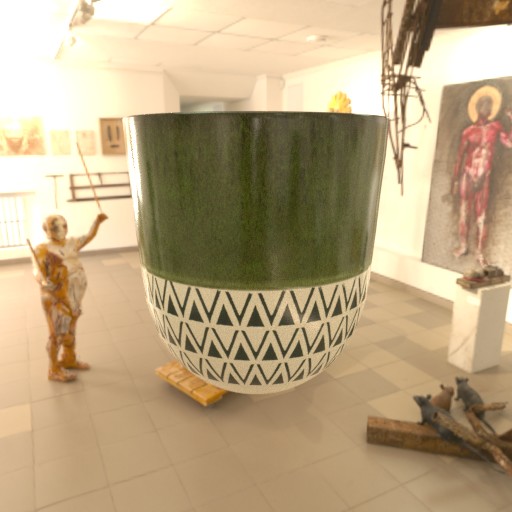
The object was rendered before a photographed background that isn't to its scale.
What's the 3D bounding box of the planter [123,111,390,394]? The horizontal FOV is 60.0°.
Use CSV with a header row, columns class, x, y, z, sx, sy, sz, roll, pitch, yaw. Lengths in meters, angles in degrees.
class,x,y,z,sx,sy,sz,roll,pitch,yaw
planter,0.000,0.000,0.457,0.245,0.270,0.245,0,15,0
